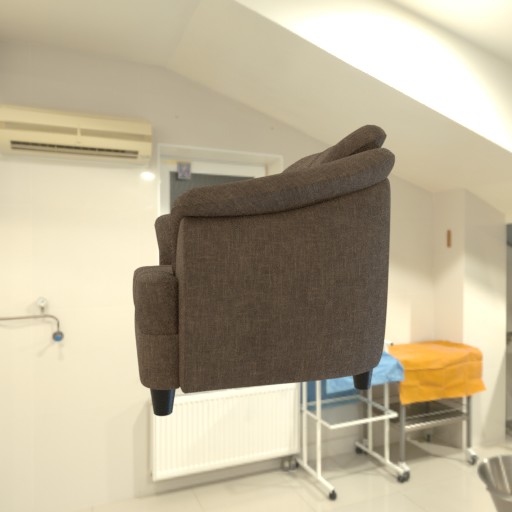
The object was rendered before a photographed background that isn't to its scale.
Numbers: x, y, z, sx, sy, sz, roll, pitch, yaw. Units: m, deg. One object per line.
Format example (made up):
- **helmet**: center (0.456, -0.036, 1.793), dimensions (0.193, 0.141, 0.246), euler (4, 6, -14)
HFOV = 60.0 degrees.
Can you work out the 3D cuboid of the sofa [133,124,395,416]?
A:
- **sofa**: center (0.000, 0.000, 1.489), dimensions (0.794, 0.811, 0.870), euler (0, 1, -16)
